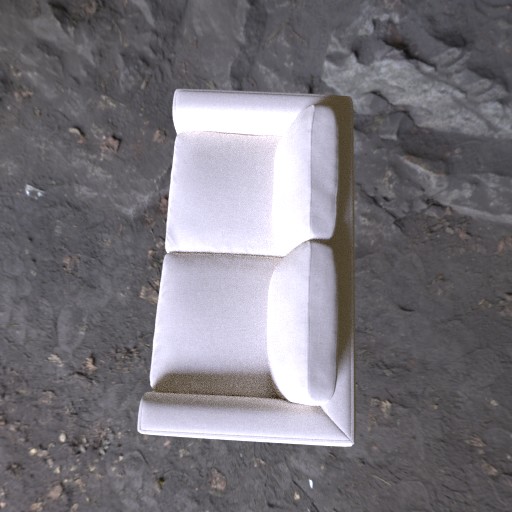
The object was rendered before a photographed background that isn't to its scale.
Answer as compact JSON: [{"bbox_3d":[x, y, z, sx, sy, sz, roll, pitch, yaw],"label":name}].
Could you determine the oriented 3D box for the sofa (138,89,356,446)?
[{"bbox_3d":[0.000,0.000,2.484,1.069,0.801,1.920,3,75,1],"label":"sofa"}]
